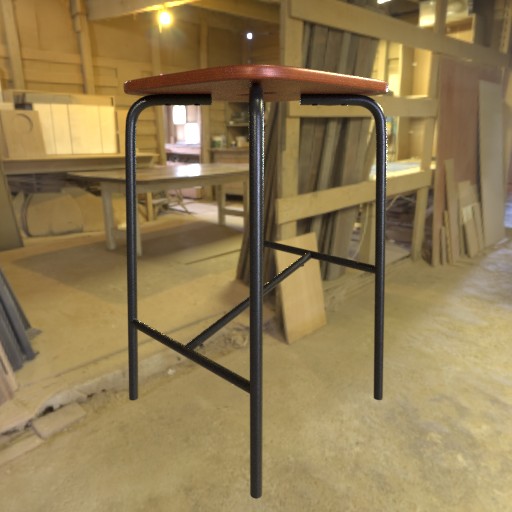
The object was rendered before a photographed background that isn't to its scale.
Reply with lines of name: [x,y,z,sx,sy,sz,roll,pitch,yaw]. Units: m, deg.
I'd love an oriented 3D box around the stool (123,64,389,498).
stool: [0.000,0.000,0.835,0.376,0.610,0.376,15,22,43]
